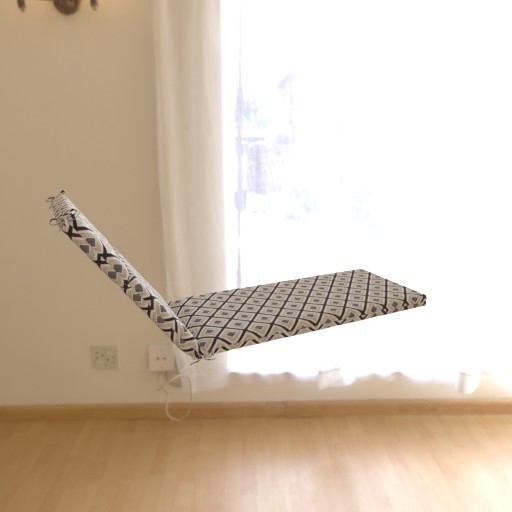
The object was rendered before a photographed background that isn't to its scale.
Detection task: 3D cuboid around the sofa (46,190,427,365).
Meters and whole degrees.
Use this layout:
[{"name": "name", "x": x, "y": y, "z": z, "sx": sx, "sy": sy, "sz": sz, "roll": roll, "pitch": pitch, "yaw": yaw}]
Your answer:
[{"name": "sofa", "x": 0.000, "y": 0.000, "z": 2.005, "sx": 1.663, "sy": 0.622, "sz": 0.582, "roll": -8, "pitch": 17, "yaw": -25}]
